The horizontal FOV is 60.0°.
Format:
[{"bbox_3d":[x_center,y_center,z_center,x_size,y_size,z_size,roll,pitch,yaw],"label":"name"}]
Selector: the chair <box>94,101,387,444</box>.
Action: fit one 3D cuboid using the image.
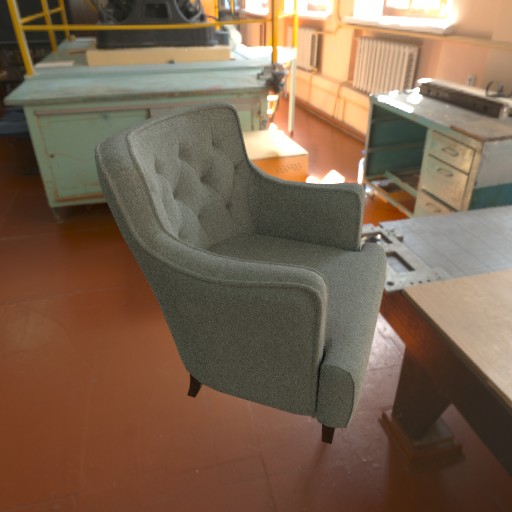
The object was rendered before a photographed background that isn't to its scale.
[{"bbox_3d":[0.000,0.000,1.590,0.910,0.920,0.820,11,32,17],"label":"chair"}]
